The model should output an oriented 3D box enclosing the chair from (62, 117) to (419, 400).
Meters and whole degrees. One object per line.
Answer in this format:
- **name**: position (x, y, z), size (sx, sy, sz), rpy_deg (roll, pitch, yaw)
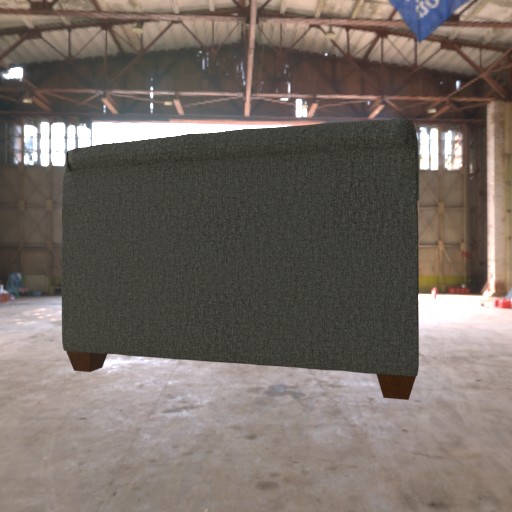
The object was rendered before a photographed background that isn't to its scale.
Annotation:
- **chair**: position (0.000, 0.000, 2.062), size (1.383, 0.948, 1.000), rpy_deg (0, -1, 17)
